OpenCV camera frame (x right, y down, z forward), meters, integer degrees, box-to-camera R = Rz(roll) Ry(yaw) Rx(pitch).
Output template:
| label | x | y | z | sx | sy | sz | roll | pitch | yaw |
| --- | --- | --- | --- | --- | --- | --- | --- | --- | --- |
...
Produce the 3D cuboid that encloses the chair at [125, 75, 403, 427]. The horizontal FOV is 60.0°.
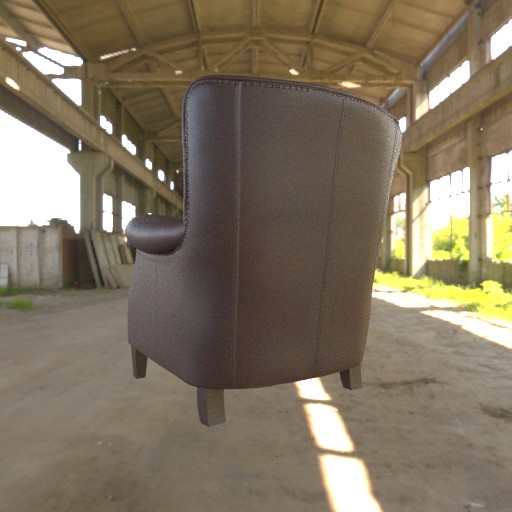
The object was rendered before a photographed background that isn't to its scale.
| label | x | y | z | sx | sy | sz | roll | pitch | yaw |
| --- | --- | --- | --- | --- | --- | --- | --- | --- | --- |
| chair | 0.000 | 0.000 | 1.341 | 0.700 | 0.800 | 0.746 | 0 | 1 | -35 |
